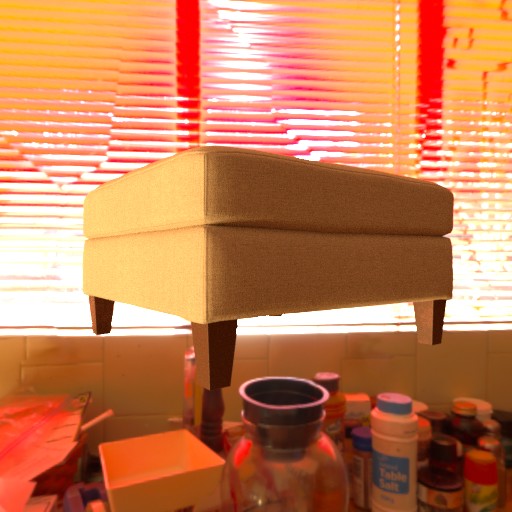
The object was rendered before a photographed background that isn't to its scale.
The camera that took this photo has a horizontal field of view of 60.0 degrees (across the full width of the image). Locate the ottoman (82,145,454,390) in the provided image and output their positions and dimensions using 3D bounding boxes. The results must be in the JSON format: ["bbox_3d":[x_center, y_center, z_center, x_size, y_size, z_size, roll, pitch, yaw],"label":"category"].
[{"bbox_3d":[0.000,0.000,1.360,0.838,0.503,0.838,0,0,-36],"label":"ottoman"}]
